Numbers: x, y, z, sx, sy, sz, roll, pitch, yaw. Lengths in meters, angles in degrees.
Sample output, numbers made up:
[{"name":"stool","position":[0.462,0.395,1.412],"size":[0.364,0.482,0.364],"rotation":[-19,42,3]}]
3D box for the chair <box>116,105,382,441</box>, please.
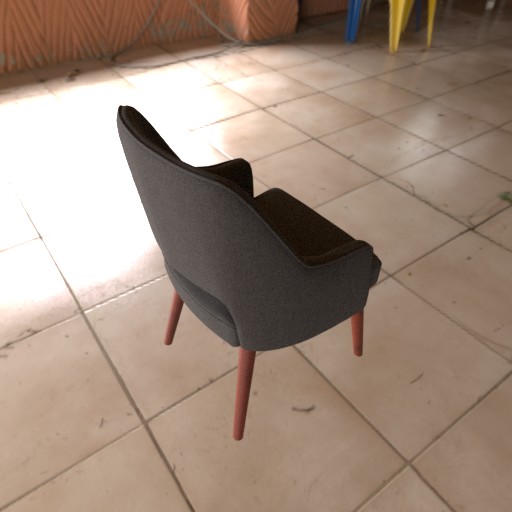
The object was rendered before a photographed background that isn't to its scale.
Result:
[{"name":"chair","position":[0.000,0.000,1.209],"size":[0.560,0.838,0.559],"rotation":[-26,47,-27]}]
